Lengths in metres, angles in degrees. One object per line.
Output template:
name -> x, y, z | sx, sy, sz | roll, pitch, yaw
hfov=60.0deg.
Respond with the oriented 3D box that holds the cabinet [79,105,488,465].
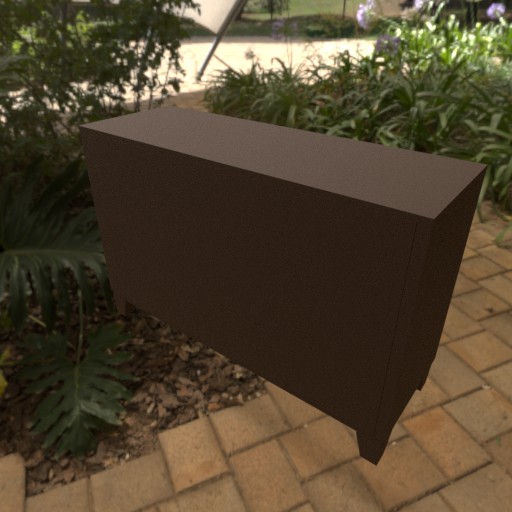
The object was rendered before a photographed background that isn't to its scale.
cabinet -> 0.000, 0.000, 1.772 | 1.396, 0.914, 0.482 | 21, 36, 32
